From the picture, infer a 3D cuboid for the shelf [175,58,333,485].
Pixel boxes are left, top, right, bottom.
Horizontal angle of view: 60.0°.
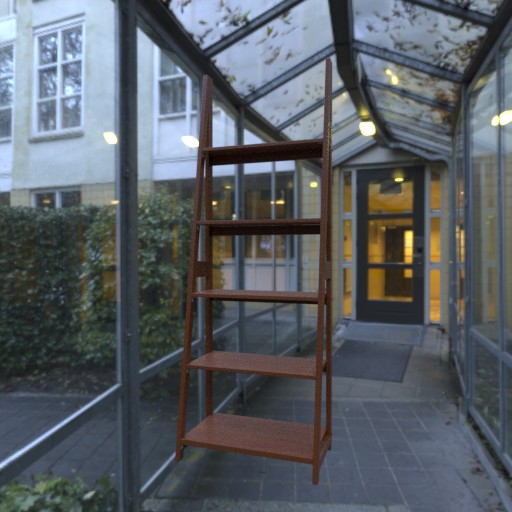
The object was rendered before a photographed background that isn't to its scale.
[{"bbox_3d":[0.000,0.000,1.986,0.630,1.780,0.356,0,0,19],"label":"shelf"}]
